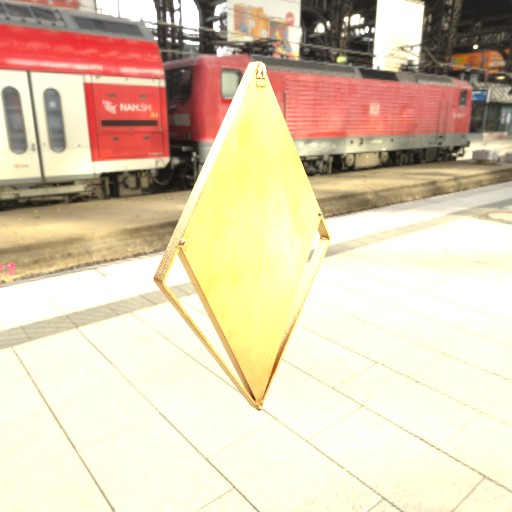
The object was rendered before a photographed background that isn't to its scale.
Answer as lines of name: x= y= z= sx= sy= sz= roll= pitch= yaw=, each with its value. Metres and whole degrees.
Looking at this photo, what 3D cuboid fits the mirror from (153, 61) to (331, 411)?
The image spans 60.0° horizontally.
mirror: x=0.000 y=0.000 z=0.841 sx=0.419 sy=0.679 sz=0.032 roll=-15 pitch=22 yaw=-39
